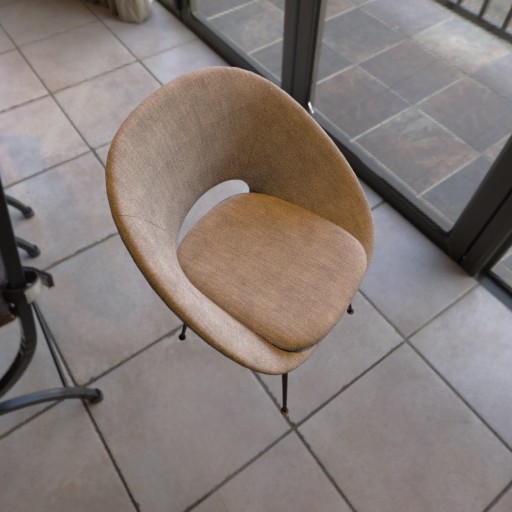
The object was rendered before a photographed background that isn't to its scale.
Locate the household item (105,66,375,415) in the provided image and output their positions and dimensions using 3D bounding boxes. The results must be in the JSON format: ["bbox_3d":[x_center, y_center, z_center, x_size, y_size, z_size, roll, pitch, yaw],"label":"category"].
[{"bbox_3d":[0.000,0.000,1.262,0.587,0.869,0.643,31,63,18],"label":"household item"}]
